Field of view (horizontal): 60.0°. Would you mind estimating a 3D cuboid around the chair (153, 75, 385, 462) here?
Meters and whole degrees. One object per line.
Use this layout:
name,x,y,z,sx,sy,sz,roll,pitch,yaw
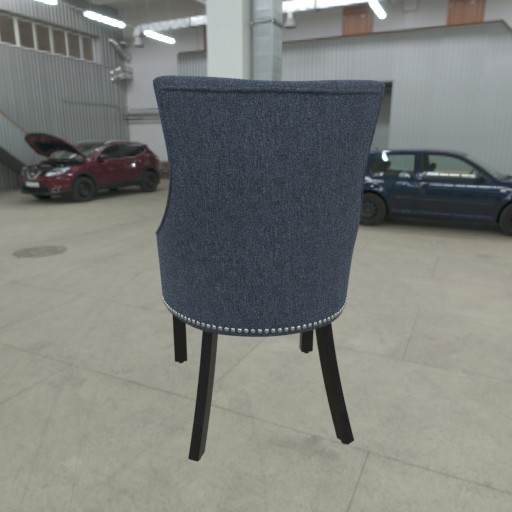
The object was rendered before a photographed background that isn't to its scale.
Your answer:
chair,0.000,0.000,1.290,0.566,0.909,0.629,-2,15,-9
